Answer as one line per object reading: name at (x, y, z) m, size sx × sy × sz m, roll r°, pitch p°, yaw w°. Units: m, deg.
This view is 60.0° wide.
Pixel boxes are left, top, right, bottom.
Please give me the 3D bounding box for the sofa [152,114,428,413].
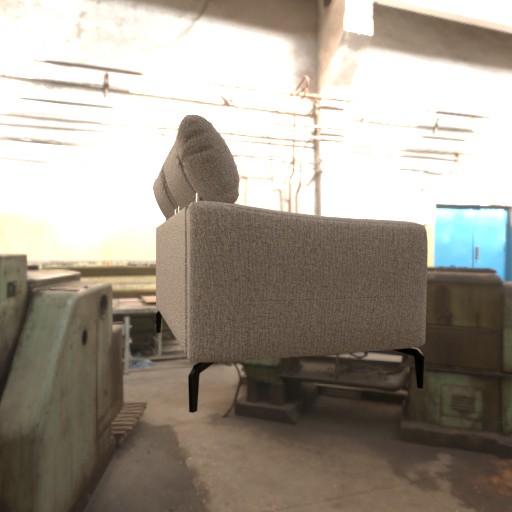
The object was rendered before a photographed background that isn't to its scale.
sofa at (0.000, 0.000, 2.155) m, size 0.905 × 0.950 × 1.540 m, roll 0°, pitch 1°, yaw -17°
